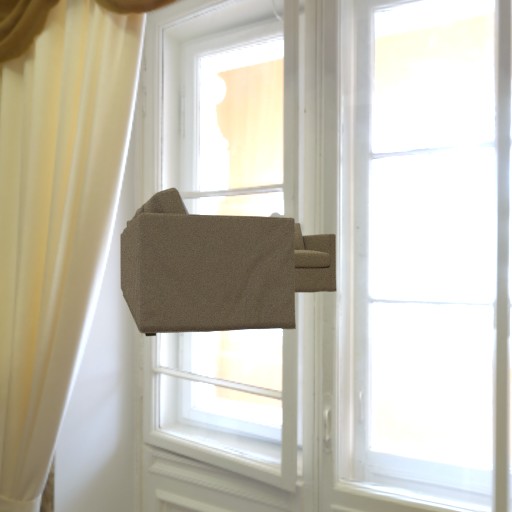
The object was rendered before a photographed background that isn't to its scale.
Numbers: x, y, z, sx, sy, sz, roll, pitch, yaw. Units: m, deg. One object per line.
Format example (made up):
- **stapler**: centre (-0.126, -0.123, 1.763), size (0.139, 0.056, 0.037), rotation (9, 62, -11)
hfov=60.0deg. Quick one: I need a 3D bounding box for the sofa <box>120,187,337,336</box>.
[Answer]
- **sofa**: centre (0.000, 0.000, 4.297), size (2.432, 0.871, 3.182), rotation (0, 1, -19)
